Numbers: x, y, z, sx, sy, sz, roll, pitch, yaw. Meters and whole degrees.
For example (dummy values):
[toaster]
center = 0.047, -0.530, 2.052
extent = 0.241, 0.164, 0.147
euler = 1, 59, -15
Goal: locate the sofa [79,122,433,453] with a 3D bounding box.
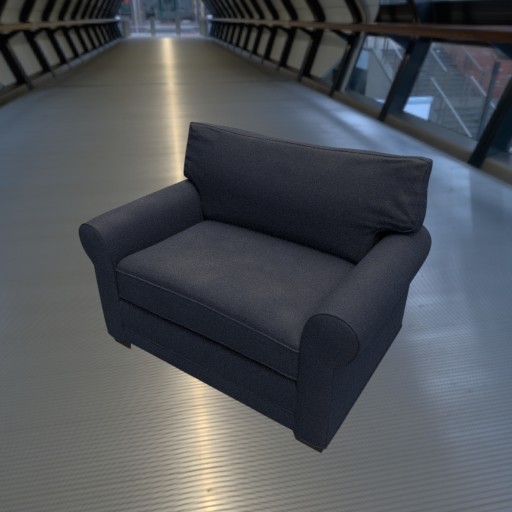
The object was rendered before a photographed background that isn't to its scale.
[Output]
[sofa]
center = 0.000, 0.000, 2.099
extent = 1.405, 1.004, 0.938
euler = 18, 34, 29
